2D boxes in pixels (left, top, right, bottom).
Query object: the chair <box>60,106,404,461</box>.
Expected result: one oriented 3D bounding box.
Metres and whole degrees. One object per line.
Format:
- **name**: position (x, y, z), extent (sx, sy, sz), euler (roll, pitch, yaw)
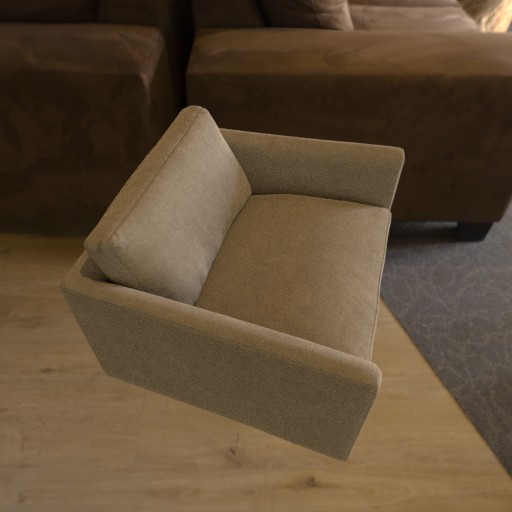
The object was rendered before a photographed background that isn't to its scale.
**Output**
- **chair**: position (0.000, 0.000, 1.865), extent (1.091, 0.845, 1.190), euler (12, 49, 11)
